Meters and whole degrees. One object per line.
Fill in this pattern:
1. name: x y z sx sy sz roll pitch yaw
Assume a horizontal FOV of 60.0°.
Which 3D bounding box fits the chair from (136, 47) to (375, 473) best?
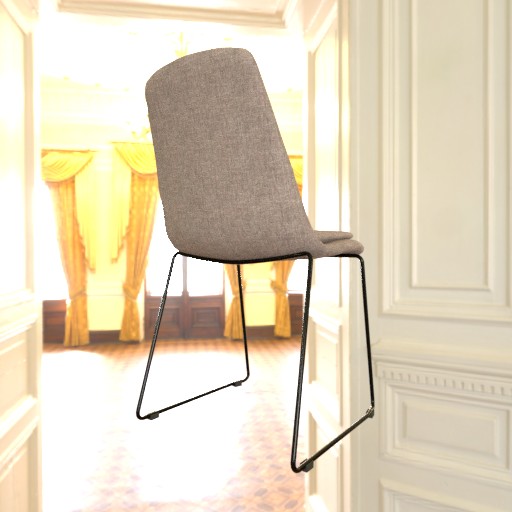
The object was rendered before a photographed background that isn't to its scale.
1. chair: 0.000 0.000 1.146 0.479 0.858 0.518 0 1 36
